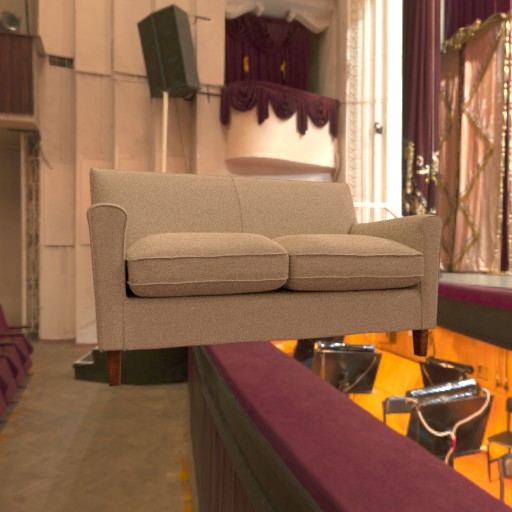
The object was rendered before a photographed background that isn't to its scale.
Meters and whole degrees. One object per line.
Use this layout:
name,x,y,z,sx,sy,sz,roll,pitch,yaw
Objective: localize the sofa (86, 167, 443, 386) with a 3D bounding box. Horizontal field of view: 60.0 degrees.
sofa,0.000,0.000,2.087,1.482,0.892,0.891,0,0,-19
